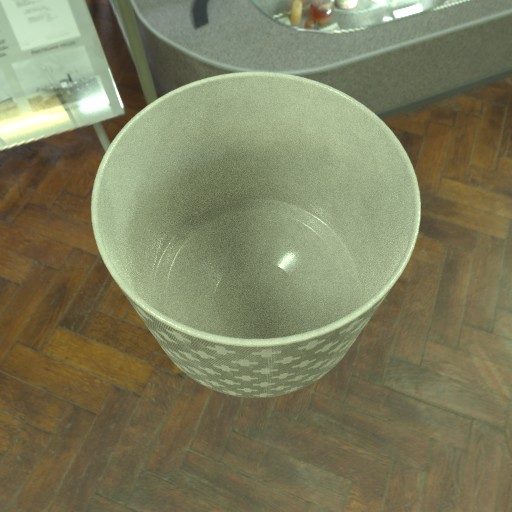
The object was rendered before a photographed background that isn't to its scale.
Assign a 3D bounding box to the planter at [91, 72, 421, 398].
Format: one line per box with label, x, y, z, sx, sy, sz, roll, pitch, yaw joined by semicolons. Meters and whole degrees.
planter;0.000;0.000;0.338;0.190;0.181;0.190;0;63;0
